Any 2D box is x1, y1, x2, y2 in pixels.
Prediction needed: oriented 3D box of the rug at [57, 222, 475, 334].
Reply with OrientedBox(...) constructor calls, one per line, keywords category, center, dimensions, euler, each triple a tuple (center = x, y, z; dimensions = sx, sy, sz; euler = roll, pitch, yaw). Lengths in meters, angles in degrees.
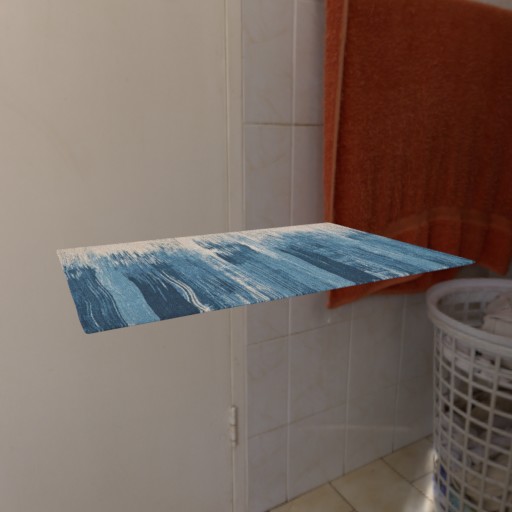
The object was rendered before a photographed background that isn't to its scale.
OrientedBox(category="rug", center=(0.000, 0.000, 2.309), dimensions=(1.836, 0.009, 1.232), euler=(-7, 16, -26))
